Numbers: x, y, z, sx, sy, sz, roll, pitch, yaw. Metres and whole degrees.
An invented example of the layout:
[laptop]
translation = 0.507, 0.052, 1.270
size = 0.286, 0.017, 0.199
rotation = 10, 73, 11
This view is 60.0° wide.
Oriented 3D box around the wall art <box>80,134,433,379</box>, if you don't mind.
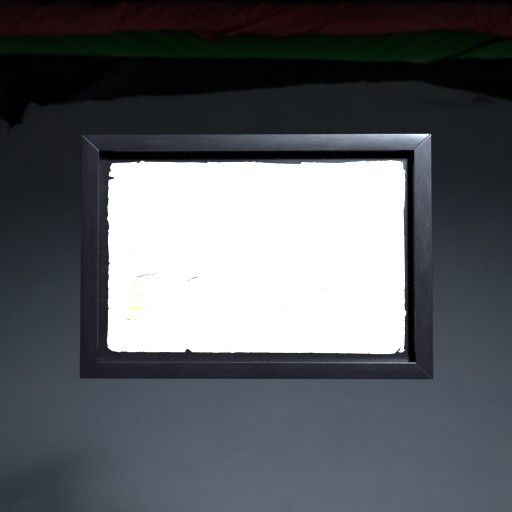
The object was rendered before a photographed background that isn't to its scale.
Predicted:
[wall art]
translation = 0.000, 0.000, 0.561
size = 0.440, 0.306, 0.013
rotation = 0, -1, 0
